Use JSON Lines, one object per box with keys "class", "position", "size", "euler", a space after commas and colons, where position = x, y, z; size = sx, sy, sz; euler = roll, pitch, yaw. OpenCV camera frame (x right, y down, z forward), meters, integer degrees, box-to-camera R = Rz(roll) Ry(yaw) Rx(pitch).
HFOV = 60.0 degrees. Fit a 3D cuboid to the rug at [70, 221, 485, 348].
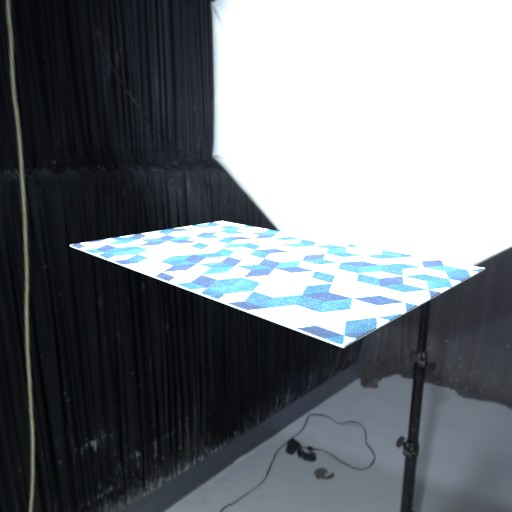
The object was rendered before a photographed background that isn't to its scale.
{"class": "rug", "position": [0.000, 0.000, 3.015], "size": [2.438, 0.015, 1.518], "euler": [14, 20, 43]}
